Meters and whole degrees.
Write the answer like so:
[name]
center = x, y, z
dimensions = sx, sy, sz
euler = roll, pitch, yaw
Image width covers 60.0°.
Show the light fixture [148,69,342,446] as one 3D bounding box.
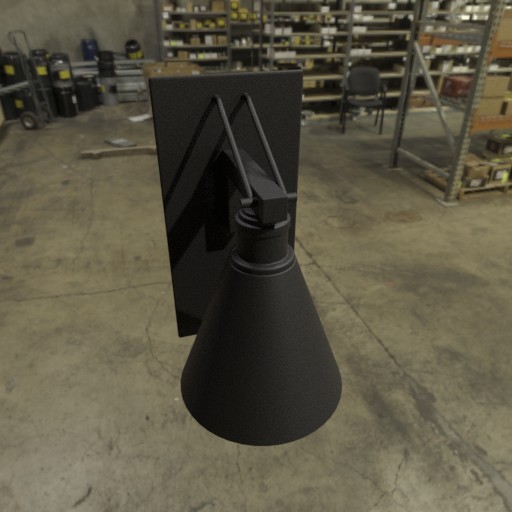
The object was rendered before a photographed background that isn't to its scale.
[light fixture]
center = 0.000, 0.000, 0.417
dimensions = 0.170, 0.298, 0.207
euler = -9, 32, -15
